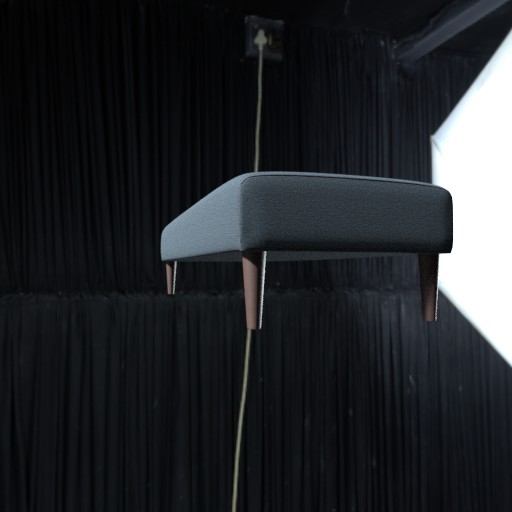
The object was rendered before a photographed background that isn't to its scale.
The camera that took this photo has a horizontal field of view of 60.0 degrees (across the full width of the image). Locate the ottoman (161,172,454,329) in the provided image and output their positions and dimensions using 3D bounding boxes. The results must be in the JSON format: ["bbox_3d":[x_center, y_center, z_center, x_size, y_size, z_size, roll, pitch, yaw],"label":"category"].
[{"bbox_3d":[0.000,0.000,1.865,0.646,0.393,1.609,1,-2,-18],"label":"ottoman"}]
